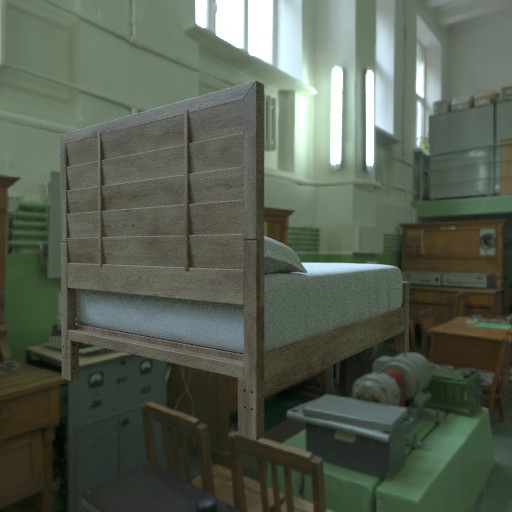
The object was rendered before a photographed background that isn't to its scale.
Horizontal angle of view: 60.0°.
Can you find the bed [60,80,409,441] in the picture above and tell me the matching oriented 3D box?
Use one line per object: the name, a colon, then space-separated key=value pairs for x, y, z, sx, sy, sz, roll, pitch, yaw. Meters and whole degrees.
bed: x=0.000 y=0.000 z=3.358 sx=1.626 sy=1.626 sz=2.197 roll=1 pitch=1 yaw=36
